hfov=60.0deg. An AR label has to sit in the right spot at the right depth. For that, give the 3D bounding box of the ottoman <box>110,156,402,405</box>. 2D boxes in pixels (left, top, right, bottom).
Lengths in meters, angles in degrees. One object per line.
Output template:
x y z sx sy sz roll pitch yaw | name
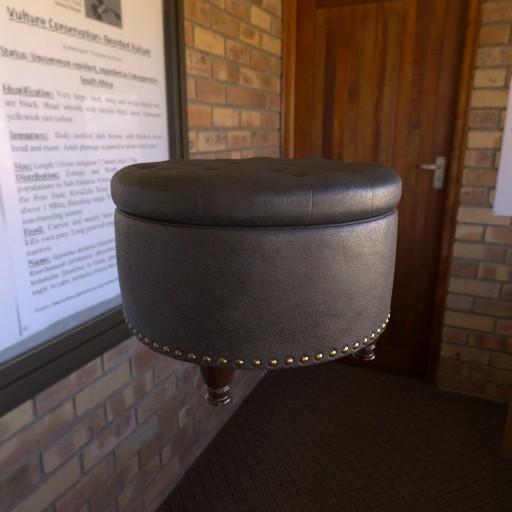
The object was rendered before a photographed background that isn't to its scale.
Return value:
0.000 0.000 1.062 0.637 0.442 0.637 0 15 0 | ottoman
